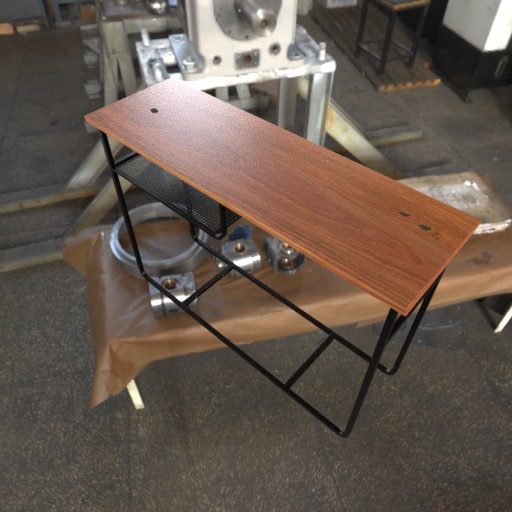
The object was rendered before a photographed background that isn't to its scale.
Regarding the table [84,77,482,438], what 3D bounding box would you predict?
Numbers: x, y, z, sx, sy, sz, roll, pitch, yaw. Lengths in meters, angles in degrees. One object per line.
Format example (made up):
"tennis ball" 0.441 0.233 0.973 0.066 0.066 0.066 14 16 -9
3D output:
"table" 0.000 0.000 1.469 1.100 0.750 0.350 33 55 27
